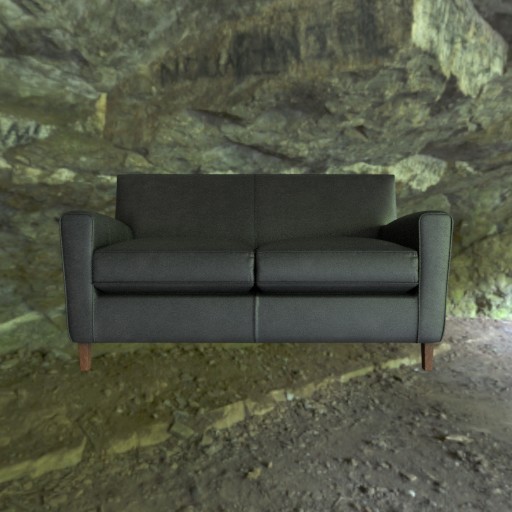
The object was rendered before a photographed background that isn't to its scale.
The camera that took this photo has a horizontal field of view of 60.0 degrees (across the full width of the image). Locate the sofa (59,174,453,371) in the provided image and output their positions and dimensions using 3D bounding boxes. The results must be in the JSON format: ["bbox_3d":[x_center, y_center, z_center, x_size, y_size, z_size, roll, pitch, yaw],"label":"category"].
[{"bbox_3d":[0.000,0.000,2.006,1.473,0.871,0.787,0,0,0],"label":"sofa"}]
